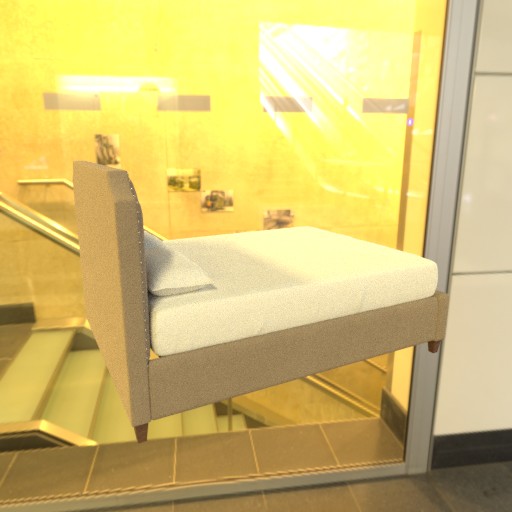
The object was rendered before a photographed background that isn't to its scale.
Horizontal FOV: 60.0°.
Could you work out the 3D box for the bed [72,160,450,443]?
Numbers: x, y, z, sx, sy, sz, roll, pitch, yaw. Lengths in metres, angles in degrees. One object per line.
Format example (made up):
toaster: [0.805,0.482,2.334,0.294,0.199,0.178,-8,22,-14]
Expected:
bed: [0.000,0.000,3.378,2.329,1.415,1.703,-7,16,-27]
